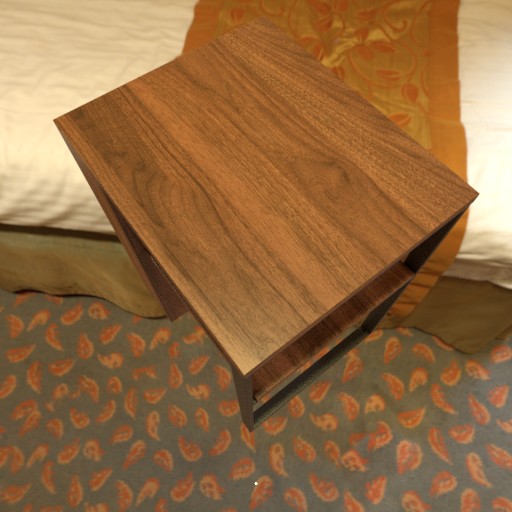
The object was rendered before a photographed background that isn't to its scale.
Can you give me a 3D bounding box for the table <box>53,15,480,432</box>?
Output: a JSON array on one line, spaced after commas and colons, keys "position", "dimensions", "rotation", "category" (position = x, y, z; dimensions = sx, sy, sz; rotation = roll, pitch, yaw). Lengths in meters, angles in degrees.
[{"position": [0.000, 0.000, 1.504], "dimensions": [0.660, 1.041, 0.786], "rotation": [-34, 68, -16], "category": "table"}]
